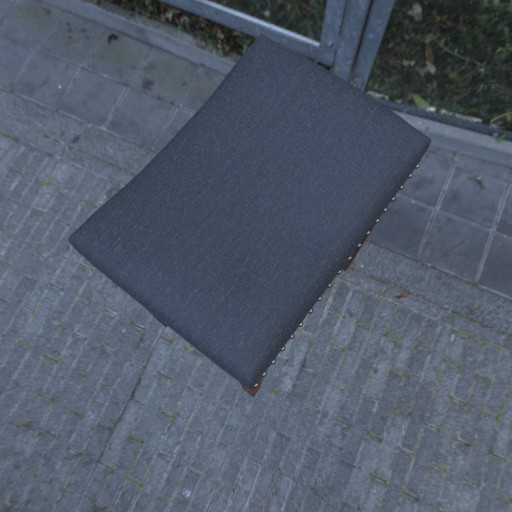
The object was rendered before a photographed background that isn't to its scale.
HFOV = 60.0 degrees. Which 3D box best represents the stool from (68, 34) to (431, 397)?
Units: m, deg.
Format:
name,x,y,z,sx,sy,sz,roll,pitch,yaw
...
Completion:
name,x,y,z,sx,sy,sz,roll,pitch,yaw
stool,0.000,0.000,1.006,0.366,0.748,0.502,36,76,10
